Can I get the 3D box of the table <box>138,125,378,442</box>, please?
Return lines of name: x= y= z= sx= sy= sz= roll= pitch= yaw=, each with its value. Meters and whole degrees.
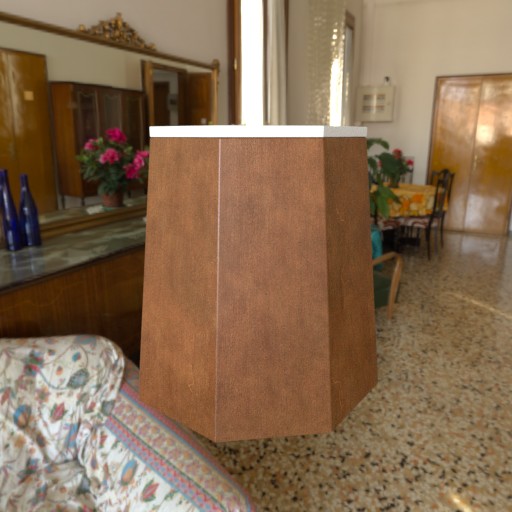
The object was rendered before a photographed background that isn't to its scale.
table: x=0.000 y=0.000 z=0.820 sx=0.439 sy=0.457 sz=0.439 roll=-2 pitch=15 yaw=-9
